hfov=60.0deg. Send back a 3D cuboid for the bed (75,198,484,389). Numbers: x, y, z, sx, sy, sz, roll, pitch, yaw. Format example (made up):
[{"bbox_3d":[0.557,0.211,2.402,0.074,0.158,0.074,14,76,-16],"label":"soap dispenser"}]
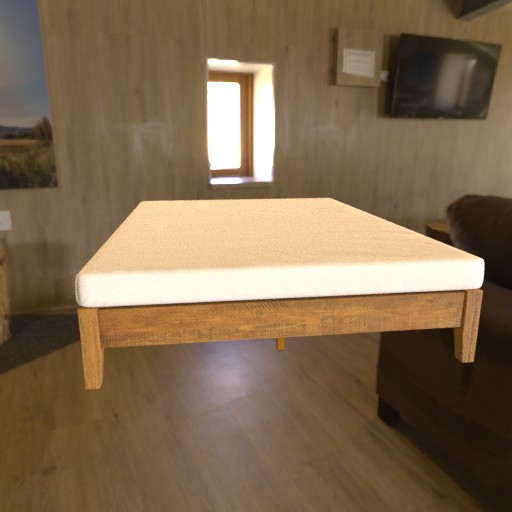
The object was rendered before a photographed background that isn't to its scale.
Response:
[{"bbox_3d":[0.000,0.000,2.610,1.536,0.431,2.016,-2,14,-8],"label":"bed"}]
